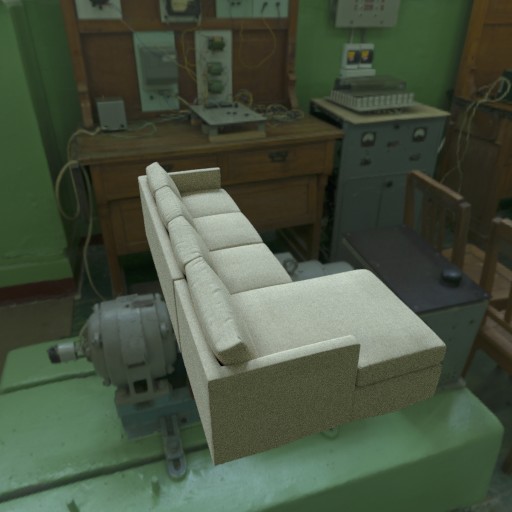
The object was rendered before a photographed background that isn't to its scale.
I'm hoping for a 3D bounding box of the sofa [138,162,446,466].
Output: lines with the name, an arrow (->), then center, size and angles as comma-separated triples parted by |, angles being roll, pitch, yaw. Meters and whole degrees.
sofa -> 0.000, 0.000, 3.956 | 1.650, 0.922, 3.205 | -10, 32, -16
